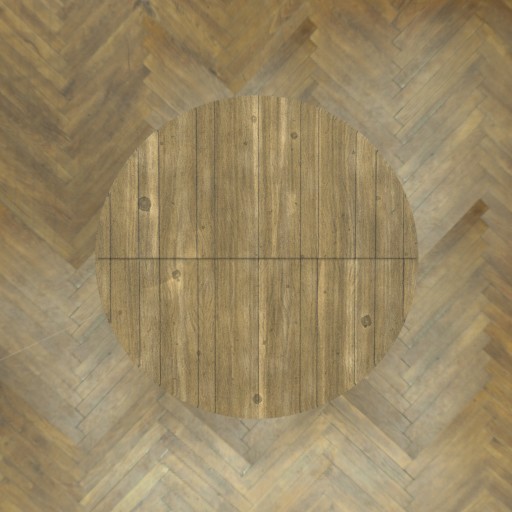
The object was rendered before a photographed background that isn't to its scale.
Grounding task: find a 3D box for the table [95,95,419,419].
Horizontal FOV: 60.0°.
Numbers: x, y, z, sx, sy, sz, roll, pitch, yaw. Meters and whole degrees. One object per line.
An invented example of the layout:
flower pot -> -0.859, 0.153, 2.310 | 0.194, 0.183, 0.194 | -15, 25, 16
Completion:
table -> 0.000, 0.000, 2.042 | 1.213, 0.764, 1.213 | 0, 92, -1
